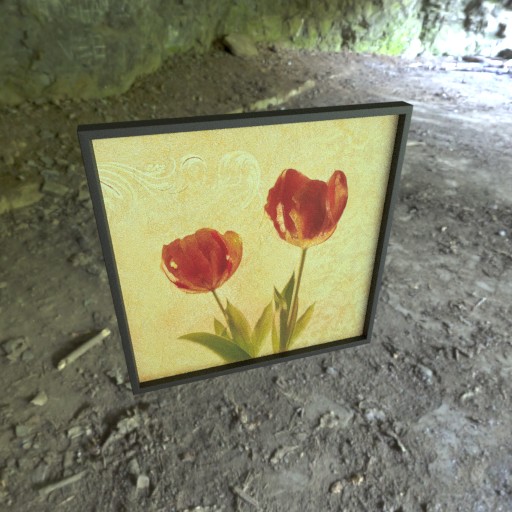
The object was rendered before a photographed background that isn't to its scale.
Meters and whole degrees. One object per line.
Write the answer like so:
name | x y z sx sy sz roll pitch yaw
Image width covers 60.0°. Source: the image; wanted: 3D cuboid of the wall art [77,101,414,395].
wall art | 0.000 0.000 0.550 0.349 0.349 0.038 -9 33 -14
